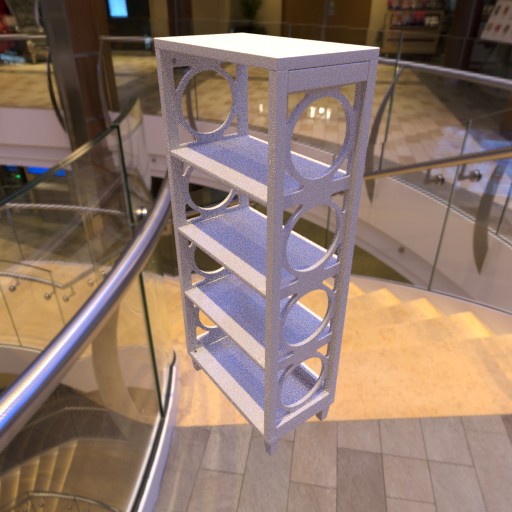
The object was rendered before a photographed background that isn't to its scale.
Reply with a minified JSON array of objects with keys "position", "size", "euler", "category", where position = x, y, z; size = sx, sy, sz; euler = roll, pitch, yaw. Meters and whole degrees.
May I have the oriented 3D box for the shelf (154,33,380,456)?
[{"position":[0.000,0.000,1.618],"size":[0.340,1.411,0.611],"euler":[-21,37,-31],"category":"shelf"}]
